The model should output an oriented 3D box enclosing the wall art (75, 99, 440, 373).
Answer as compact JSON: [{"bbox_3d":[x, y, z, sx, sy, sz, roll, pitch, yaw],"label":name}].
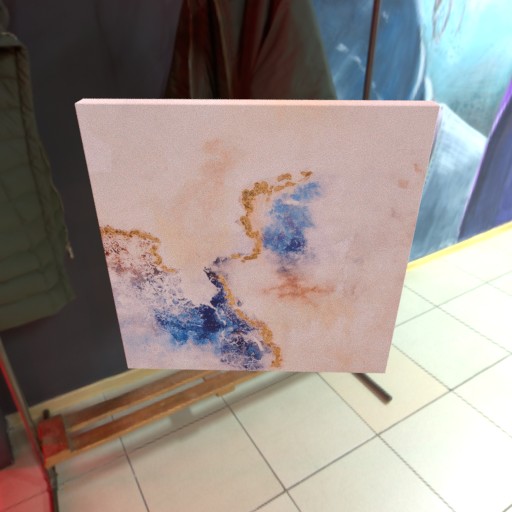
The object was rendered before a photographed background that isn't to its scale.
[{"bbox_3d":[0.000,0.000,1.583,1.061,1.061,0.071,1,31,1],"label":"wall art"}]
